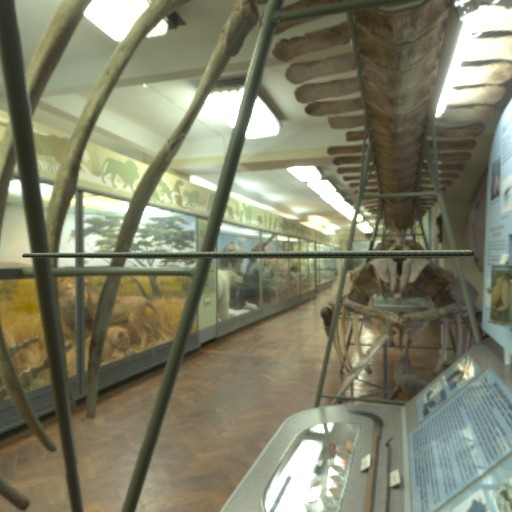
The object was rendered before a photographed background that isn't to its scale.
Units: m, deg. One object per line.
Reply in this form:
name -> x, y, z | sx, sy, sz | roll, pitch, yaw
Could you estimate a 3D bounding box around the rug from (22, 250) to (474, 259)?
rug -> 0.000, 0.000, 2.961 | 2.450, 0.027, 1.540 | 0, -1, 18
